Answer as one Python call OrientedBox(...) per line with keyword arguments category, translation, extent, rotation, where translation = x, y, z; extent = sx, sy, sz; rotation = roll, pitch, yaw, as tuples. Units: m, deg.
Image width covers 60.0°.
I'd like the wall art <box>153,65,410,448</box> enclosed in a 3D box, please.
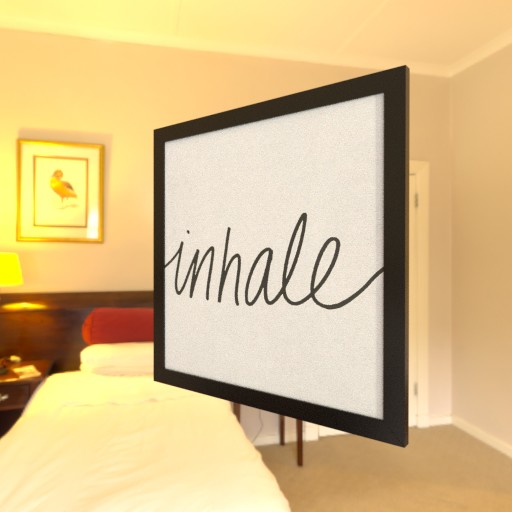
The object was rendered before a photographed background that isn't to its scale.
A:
OrientedBox(category="wall art", translation=(0.000, 0.000, 0.654), extent=(0.446, 0.445, 0.014), rotation=(0, 0, 37))
